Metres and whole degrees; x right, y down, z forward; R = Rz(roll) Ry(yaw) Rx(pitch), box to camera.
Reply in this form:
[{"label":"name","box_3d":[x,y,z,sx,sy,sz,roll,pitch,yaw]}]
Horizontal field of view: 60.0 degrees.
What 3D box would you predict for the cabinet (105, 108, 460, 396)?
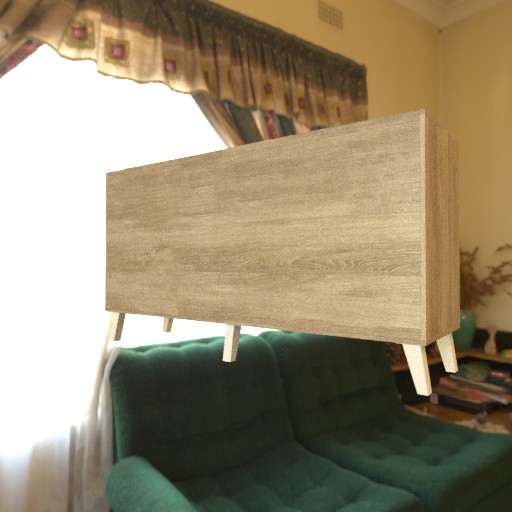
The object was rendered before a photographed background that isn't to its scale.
[{"label":"cabinet","box_3d":[0.000,0.000,1.987,1.600,0.870,0.450,-1,-1,37]}]
